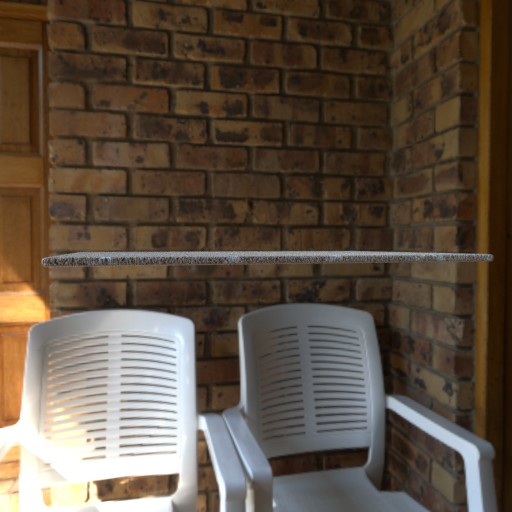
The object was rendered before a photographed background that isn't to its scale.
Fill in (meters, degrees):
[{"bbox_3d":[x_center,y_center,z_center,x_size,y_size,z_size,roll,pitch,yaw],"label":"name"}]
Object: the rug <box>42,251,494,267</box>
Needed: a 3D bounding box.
[{"bbox_3d":[0.000,0.000,2.227,1.778,0.030,1.219,0,1,-17],"label":"rug"}]
